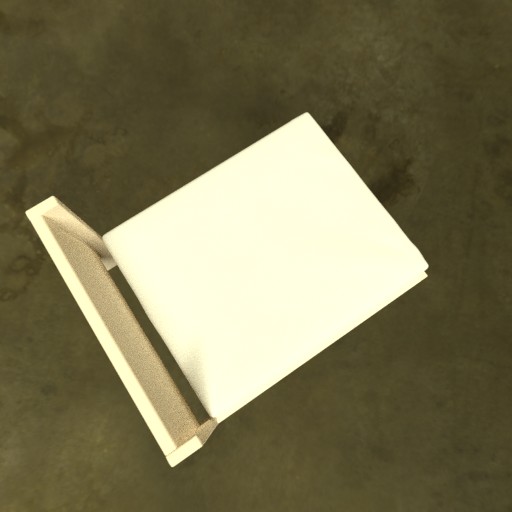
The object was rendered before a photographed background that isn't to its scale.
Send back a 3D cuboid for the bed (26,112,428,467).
[{"bbox_3d":[0.000,0.000,3.430,2.280,1.471,1.765,-33,78,-8],"label":"bed"}]
